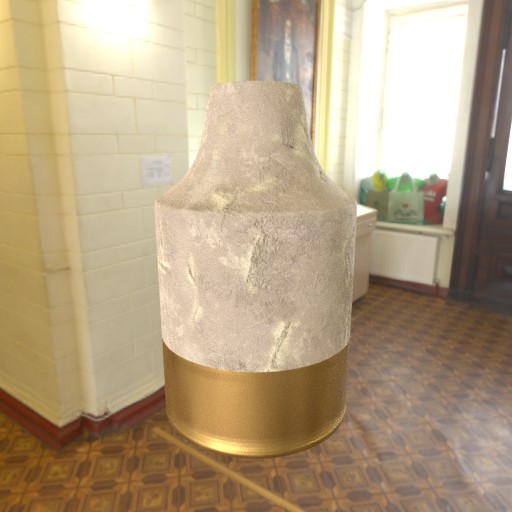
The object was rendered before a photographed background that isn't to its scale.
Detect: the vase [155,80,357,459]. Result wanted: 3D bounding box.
[{"bbox_3d":[0.000,0.000,0.423,0.184,0.305,0.184,0,15,0],"label":"vase"}]
